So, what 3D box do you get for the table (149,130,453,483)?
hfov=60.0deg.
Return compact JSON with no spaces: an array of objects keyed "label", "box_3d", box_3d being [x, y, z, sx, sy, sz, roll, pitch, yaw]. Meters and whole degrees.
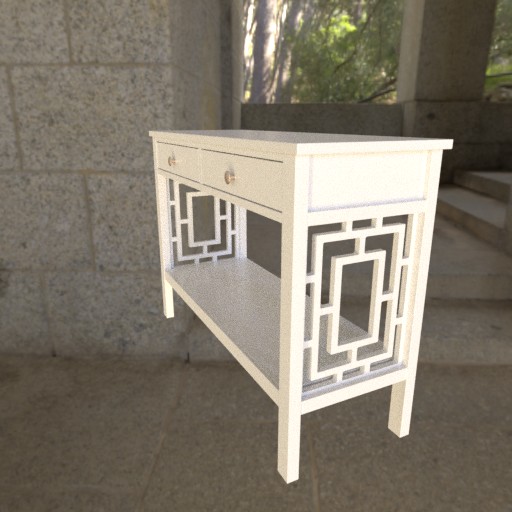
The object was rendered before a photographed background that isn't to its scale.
[{"label":"table","box_3d":[0.000,0.000,1.416,0.397,0.753,1.068,-8,19,-25]}]
